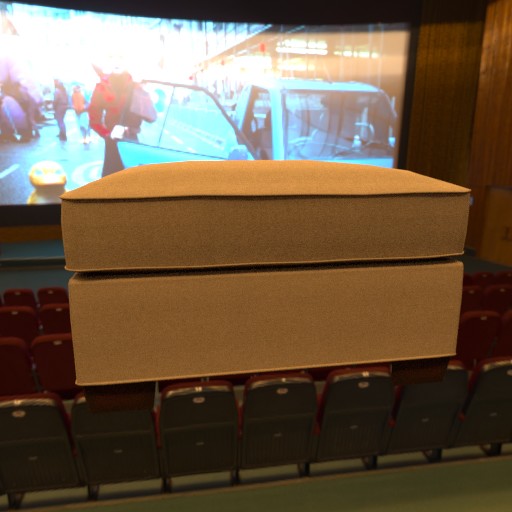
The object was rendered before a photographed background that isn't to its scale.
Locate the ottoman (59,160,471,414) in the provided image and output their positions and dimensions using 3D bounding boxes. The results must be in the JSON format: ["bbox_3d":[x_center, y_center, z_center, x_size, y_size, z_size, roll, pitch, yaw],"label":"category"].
[{"bbox_3d":[0.000,0.000,1.199,0.846,0.503,0.617,-2,14,-9],"label":"ottoman"}]
